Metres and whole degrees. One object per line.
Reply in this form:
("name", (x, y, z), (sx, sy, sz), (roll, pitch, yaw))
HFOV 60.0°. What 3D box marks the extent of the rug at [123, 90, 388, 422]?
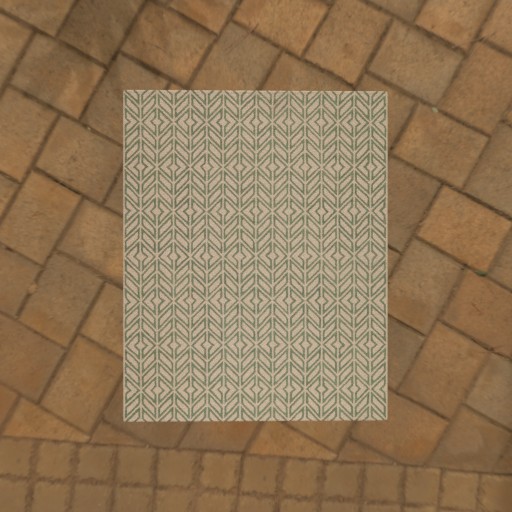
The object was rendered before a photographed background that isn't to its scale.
("rug", (0.000, 0.000, 4.094), (2.441, 0.017, 3.050), (0, 90, -1))
